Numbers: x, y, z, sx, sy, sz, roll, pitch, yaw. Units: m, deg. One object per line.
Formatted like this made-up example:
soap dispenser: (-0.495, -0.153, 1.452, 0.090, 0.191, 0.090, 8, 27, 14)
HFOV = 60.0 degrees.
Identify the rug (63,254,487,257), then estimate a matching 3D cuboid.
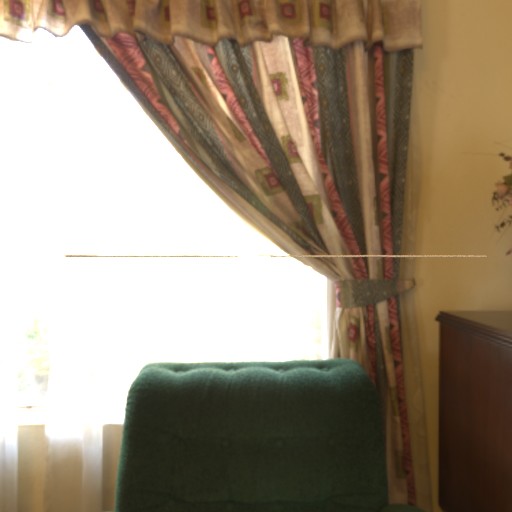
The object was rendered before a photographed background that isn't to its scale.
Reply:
rug: (0.000, 0.000, 4.406, 3.357, 0.019, 2.449, 0, 0, -19)
